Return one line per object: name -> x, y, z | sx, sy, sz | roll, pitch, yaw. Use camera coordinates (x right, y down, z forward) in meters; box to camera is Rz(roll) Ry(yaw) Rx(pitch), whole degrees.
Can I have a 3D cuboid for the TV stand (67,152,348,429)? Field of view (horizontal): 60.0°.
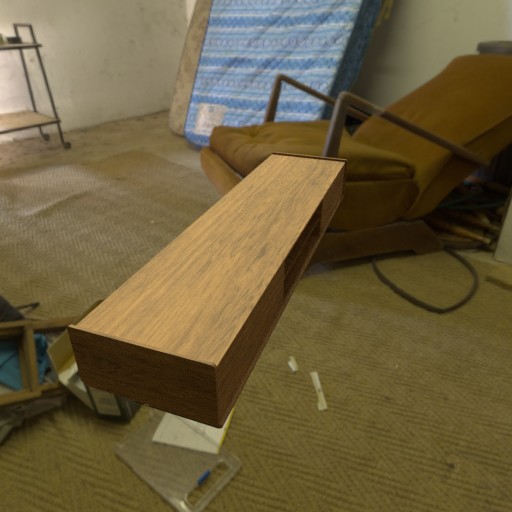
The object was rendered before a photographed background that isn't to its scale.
TV stand -> 0.000, 0.000, 2.003 | 0.467, 0.415, 1.796 | 10, 31, 18
